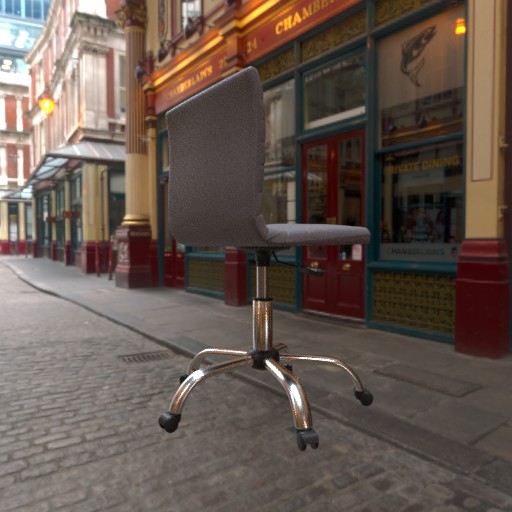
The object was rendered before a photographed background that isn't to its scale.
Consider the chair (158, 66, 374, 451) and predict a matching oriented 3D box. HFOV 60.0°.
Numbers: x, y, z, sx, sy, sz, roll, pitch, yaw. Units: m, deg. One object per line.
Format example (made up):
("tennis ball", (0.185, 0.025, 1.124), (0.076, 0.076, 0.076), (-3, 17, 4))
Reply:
("chair", (0.000, 0.000, 1.138), (0.530, 0.780, 0.556), (-1, 2, -37))
